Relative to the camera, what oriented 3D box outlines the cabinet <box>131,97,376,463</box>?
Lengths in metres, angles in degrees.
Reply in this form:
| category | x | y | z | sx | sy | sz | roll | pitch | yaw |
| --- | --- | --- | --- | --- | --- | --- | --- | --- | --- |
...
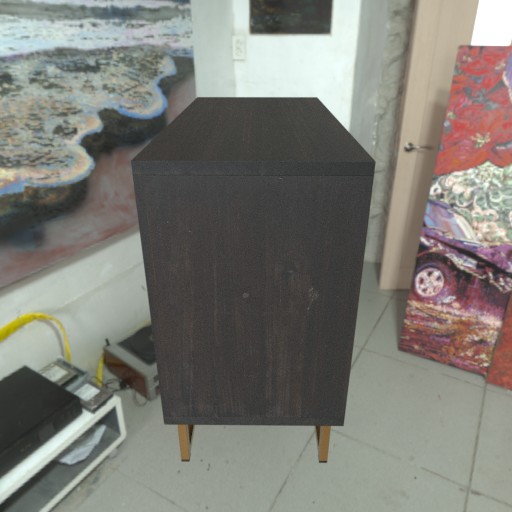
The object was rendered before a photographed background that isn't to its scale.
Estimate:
| category | x | y | z | sx | sy | sz | roll | pitch | yaw |
| --- | --- | --- | --- | --- | --- | --- | --- | --- | --- |
| cabinet | 0.000 | 0.000 | 1.430 | 0.451 | 0.860 | 0.950 | 0 | 26 | 1 |
